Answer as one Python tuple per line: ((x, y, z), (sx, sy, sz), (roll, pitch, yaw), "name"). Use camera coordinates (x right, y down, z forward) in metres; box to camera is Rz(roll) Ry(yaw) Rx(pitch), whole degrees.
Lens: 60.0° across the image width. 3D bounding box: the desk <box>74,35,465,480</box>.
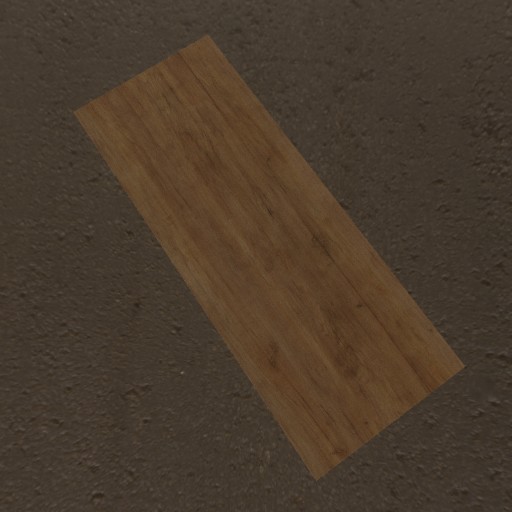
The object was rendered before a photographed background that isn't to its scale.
((0.000, 0.000, 1.906), (0.600, 0.760, 1.520), (-34, 79, -8), "desk")
